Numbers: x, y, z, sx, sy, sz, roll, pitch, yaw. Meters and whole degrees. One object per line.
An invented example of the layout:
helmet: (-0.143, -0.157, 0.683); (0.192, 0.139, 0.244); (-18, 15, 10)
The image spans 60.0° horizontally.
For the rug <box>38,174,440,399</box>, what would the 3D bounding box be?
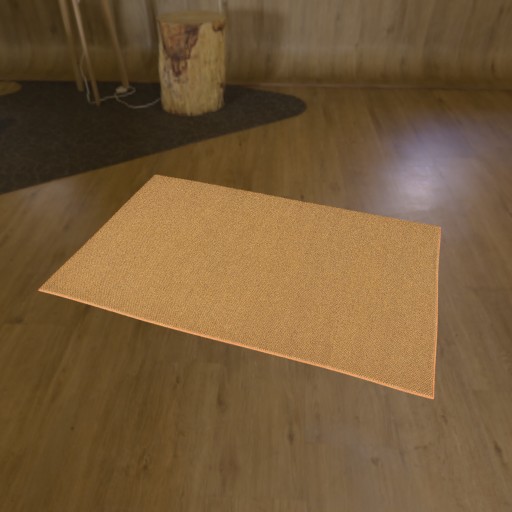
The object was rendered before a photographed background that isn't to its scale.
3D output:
rug: (0.000, 0.000, 2.137); (1.678, 0.013, 1.078); (12, 42, 14)
